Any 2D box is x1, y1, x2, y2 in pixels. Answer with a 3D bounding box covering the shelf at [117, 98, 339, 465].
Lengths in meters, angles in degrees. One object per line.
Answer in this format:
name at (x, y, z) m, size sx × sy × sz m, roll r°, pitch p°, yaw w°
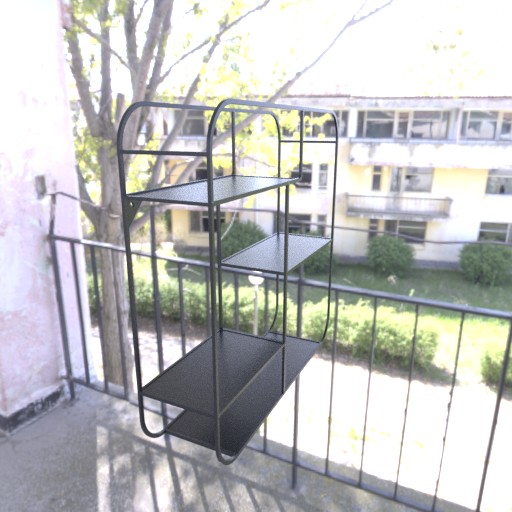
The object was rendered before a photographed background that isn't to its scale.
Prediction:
shelf at (0.000, 0.000, 0.939) m, size 0.160 × 0.600 × 0.600 m, roll 8°, pitch 18°, yaw 25°
